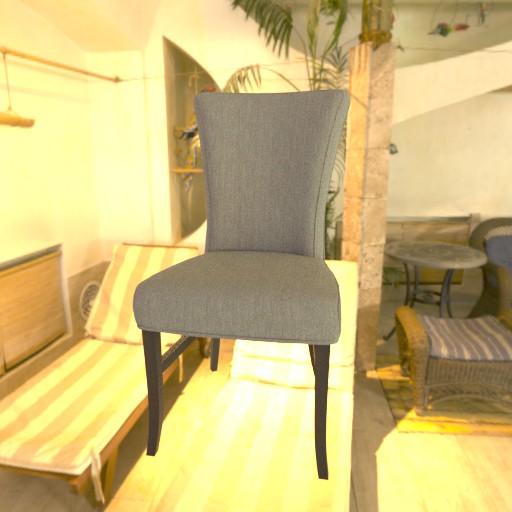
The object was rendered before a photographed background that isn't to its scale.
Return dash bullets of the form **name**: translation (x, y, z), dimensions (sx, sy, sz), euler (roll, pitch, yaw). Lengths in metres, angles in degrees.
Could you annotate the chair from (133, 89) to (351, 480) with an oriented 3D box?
- **chair**: translation (0.000, 0.000, 1.334), dimensions (0.520, 0.991, 0.660), euler (3, 14, 11)
